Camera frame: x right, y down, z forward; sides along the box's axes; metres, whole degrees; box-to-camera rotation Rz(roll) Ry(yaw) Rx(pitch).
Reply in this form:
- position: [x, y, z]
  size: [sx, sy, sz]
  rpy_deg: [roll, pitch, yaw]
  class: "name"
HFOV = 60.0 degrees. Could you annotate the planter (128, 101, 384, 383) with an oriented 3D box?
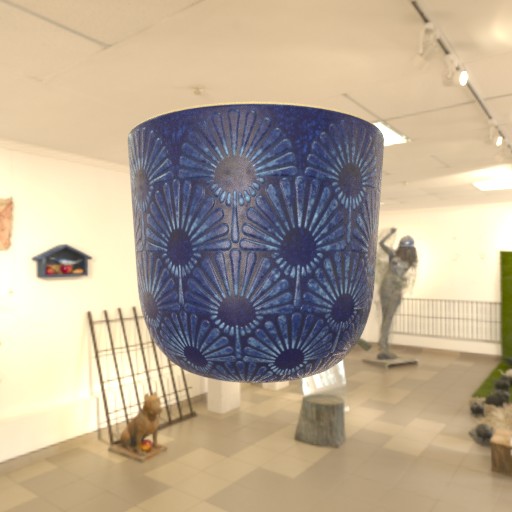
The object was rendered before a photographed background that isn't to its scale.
- position: [0.000, 0.000, 0.304]
  size: [0.170, 0.153, 0.170]
  rpy_deg: [0, -1, 0]
  class: "planter"
